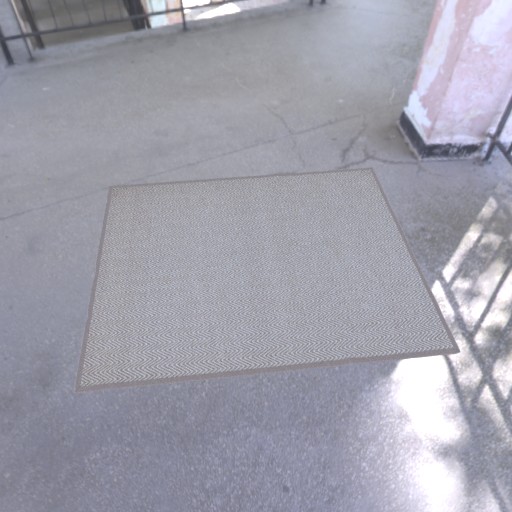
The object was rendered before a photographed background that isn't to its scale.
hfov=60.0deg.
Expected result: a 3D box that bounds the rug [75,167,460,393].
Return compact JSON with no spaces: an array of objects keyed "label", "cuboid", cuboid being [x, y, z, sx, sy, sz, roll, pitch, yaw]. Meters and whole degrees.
[{"label":"rug","cuboid":[0.000,0.000,4.213,3.007,0.032,2.434,-5,48,-4]}]
